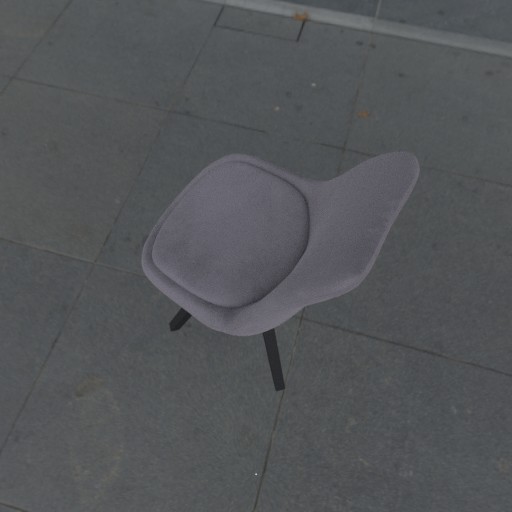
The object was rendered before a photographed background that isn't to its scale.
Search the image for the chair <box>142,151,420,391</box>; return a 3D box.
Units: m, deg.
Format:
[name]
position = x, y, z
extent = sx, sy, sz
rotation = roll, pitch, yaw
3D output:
[chair]
position = 0.000, 0.000, 1.184
extent = 0.550, 0.850, 0.485
rotation = 28, 67, 13
